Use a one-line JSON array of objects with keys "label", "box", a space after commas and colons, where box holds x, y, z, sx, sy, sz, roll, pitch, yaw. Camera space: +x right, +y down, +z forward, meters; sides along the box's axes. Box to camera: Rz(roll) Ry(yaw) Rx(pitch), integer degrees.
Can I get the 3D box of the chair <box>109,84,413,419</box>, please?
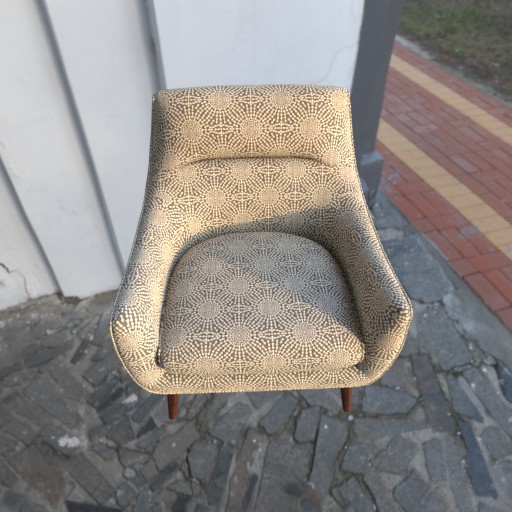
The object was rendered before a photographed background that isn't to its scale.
[{"label": "chair", "box": [0.000, 0.000, 1.445, 0.762, 0.838, 0.787, -2, 45, -2]}]
